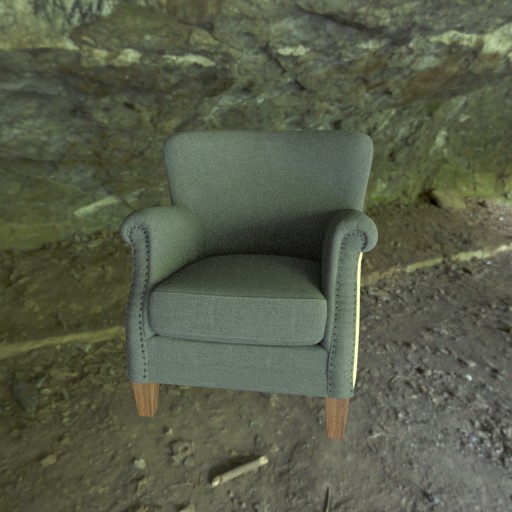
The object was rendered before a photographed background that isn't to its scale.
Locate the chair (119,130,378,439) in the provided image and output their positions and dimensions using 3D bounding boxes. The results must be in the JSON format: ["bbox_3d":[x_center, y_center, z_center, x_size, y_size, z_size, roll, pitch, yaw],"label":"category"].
[{"bbox_3d":[0.000,0.000,1.681,0.861,0.936,0.921,2,14,8],"label":"chair"}]
